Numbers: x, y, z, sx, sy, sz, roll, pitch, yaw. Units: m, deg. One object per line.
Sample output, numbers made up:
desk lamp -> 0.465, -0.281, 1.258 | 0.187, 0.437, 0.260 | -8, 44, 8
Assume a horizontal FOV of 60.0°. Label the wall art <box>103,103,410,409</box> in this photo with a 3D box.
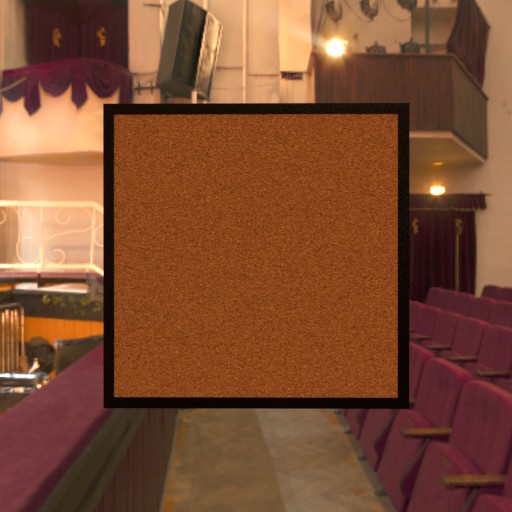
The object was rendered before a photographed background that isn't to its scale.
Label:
wall art -> 0.000, 0.000, 1.113 | 0.756, 0.755, 0.036 | 0, 0, 0
